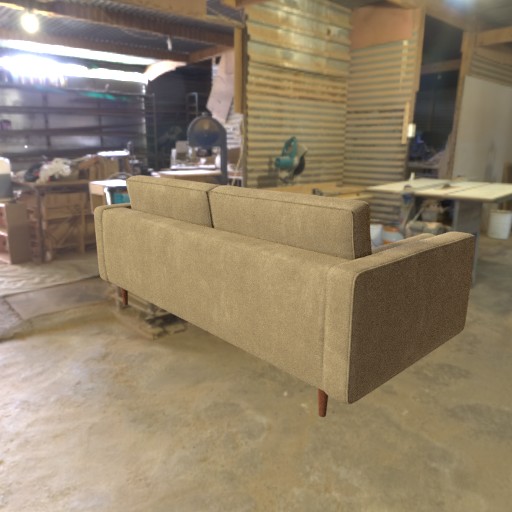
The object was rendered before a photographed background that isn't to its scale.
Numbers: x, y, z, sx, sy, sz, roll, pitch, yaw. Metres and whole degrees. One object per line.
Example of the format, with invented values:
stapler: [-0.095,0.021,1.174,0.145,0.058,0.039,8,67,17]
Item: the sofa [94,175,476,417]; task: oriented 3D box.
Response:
sofa: [0.000,0.000,2.297,0.920,0.769,1.883,-13,20,-41]
